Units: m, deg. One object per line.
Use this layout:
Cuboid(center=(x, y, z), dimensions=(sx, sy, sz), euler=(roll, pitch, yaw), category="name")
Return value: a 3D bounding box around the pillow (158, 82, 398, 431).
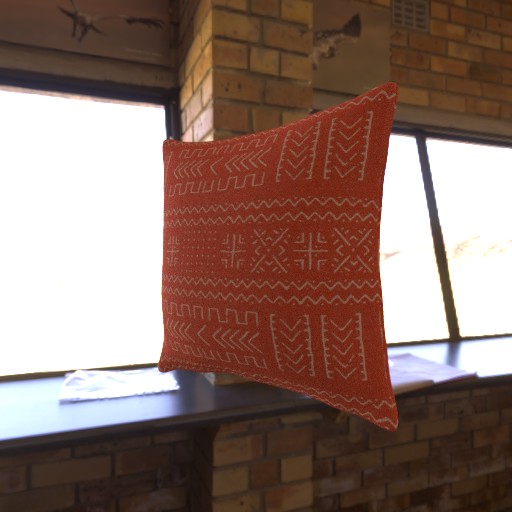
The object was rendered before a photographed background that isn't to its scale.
Cuboid(center=(0.000, 0.000, 0.674), dimensions=(0.438, 0.429, 0.164), euler=(0, 0, 37), category="pillow")
